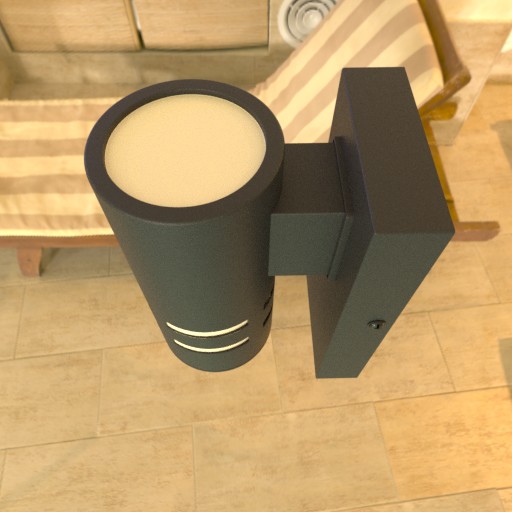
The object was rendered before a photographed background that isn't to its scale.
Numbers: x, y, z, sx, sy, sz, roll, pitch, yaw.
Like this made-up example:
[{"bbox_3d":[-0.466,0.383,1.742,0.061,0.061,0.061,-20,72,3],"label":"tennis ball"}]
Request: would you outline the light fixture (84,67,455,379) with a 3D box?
[{"bbox_3d":[0.000,0.000,0.255,0.138,0.179,0.098,-1,59,-1],"label":"light fixture"}]
